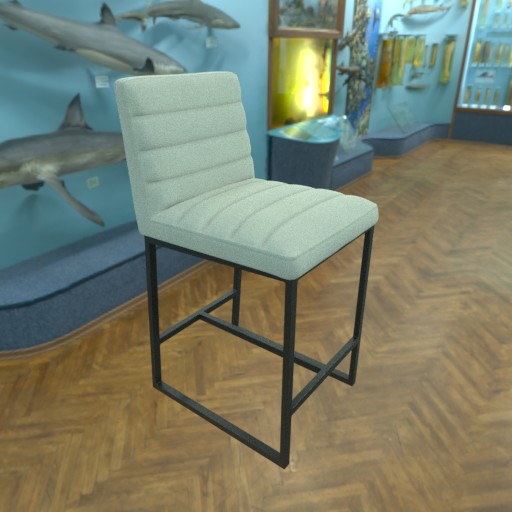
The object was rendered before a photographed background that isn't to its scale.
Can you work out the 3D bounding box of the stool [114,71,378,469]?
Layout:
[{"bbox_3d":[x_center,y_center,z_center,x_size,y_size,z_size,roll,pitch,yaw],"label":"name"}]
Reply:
[{"bbox_3d":[0.000,0.000,1.295,0.567,0.971,0.459,18,31,33],"label":"stool"}]
